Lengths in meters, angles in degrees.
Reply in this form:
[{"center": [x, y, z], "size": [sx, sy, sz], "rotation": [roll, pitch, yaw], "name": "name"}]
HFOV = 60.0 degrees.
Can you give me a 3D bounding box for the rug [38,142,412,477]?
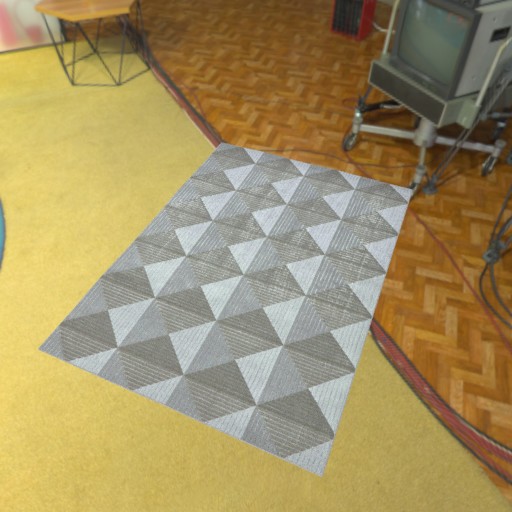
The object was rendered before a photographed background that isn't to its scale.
[{"center": [0.000, 0.000, 4.320], "size": [2.428, 0.027, 3.333], "rotation": [18, 49, 16], "name": "rug"}]
